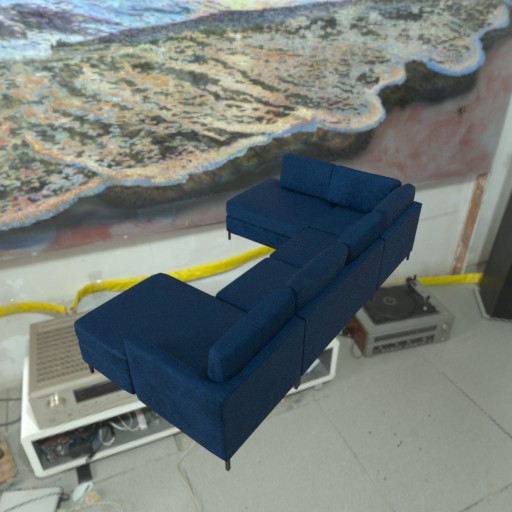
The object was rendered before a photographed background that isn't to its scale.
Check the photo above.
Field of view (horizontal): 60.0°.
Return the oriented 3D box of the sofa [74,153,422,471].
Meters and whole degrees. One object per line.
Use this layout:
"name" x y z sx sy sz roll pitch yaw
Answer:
"sofa" 0.000 0.000 4.366 2.055 0.992 3.434 22 38 31
